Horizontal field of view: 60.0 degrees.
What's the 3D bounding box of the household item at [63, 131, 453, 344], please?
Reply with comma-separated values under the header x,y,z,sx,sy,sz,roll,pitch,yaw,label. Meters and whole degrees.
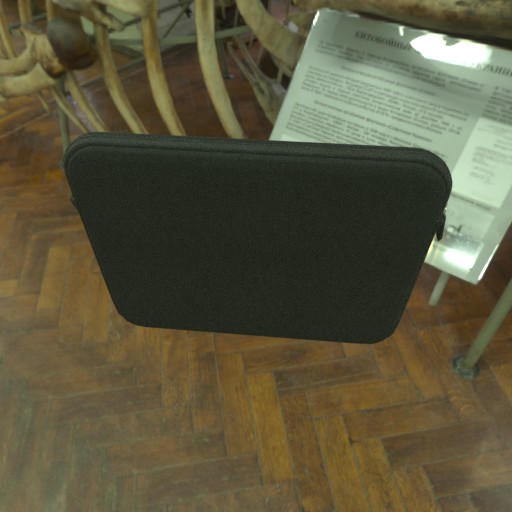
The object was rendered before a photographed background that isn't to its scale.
x,y,z,sx,sy,sz,roll,pitch,yaw,label
0.000,0.000,0.520,0.396,0.305,0.030,4,46,4,household item
